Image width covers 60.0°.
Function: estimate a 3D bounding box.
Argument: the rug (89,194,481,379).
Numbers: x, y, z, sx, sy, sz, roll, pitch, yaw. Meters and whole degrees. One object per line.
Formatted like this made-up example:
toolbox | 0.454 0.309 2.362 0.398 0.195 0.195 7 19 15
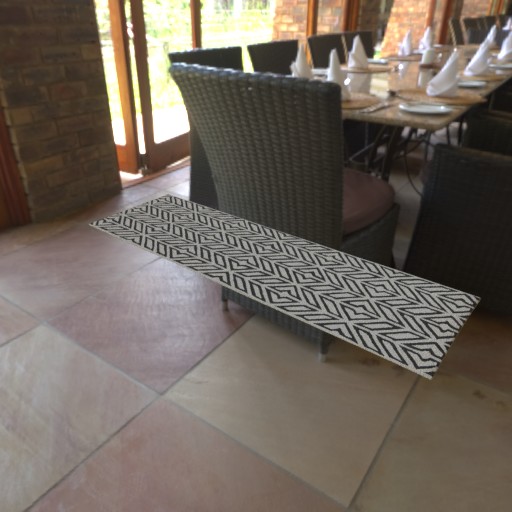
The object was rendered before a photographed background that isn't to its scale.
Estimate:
rug | 0.000 0.000 2.742 2.435 0.009 0.750 21 35 33
